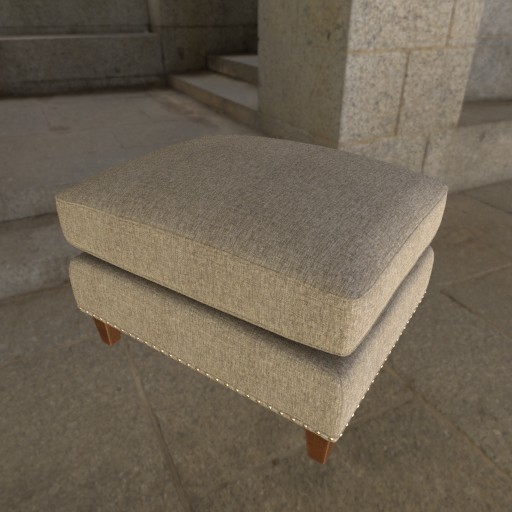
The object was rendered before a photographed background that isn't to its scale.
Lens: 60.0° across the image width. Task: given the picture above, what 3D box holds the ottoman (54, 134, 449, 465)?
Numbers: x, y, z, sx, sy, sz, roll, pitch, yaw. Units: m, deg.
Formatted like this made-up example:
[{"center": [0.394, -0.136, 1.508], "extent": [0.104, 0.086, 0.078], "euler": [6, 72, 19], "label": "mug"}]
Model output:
[{"center": [0.000, 0.000, 1.111], "extent": [0.741, 0.513, 0.584], "euler": [18, 35, 29], "label": "ottoman"}]
